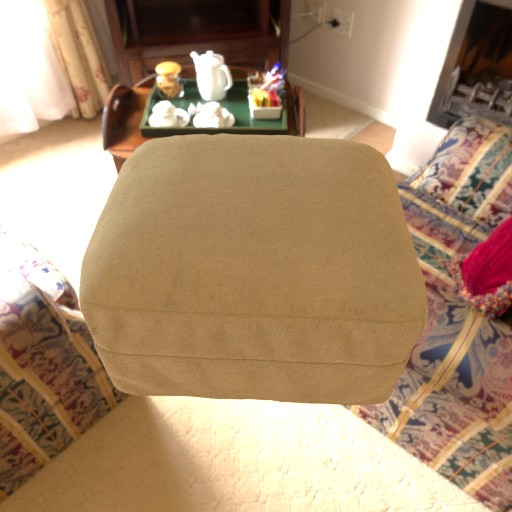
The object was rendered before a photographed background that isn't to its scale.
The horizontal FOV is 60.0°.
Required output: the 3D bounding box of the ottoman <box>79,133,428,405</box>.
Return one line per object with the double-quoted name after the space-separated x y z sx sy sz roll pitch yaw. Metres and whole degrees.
0.000 0.000 1.097 0.712 0.480 0.584 2 47 2 "ottoman"
